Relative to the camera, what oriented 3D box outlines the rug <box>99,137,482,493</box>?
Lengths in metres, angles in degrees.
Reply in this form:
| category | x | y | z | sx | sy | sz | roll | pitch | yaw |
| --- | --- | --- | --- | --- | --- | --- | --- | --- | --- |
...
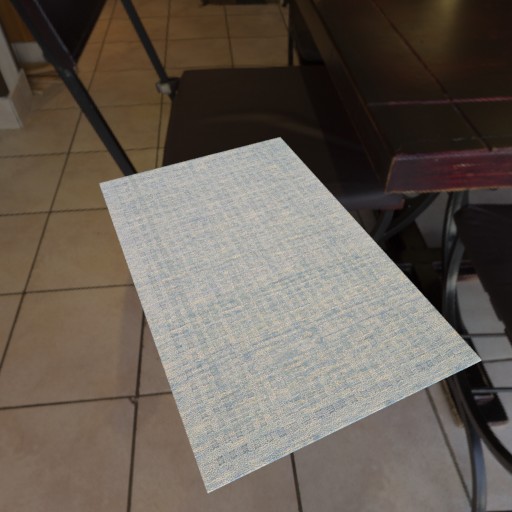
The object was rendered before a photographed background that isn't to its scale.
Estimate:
| category | x | y | z | sx | sy | sz | roll | pitch | yaw |
| --- | --- | --- | --- | --- | --- | --- | --- | --- | --- |
| rug | 0.000 | 0.000 | 2.119 | 1.142 | 0.006 | 1.752 | -18 | 50 | -17 |
